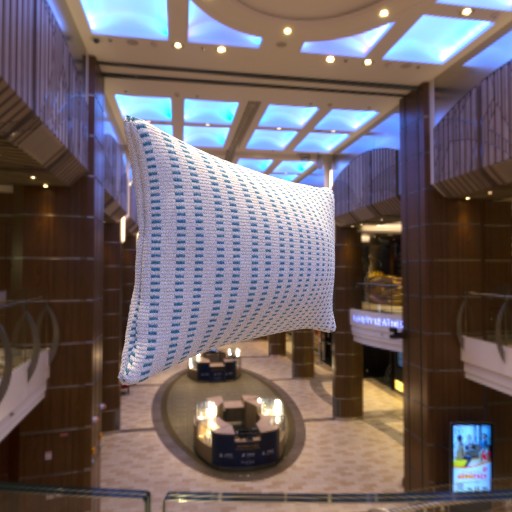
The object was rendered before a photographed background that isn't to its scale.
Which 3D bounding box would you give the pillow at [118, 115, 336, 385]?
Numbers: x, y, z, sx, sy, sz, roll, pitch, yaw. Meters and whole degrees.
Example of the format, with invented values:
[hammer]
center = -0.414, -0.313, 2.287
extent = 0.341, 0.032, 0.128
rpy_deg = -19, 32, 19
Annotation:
[pillow]
center = 0.000, 0.000, 0.835
extent = 0.210, 0.353, 0.640
rpy_deg = -1, -2, 34
